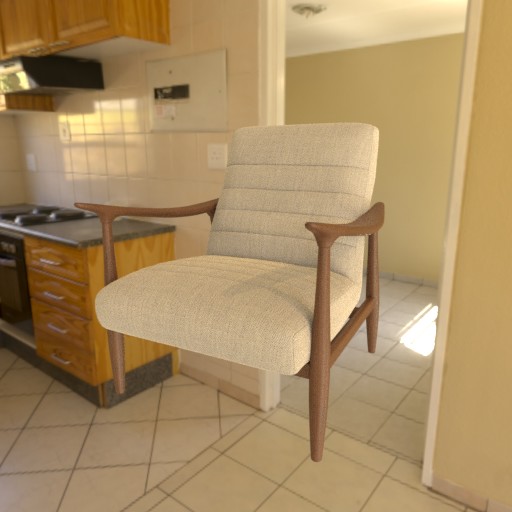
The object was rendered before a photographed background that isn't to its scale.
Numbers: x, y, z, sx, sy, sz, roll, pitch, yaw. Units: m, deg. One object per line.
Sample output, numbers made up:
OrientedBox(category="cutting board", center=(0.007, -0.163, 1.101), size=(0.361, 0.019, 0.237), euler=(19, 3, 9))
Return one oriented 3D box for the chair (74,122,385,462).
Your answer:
OrientedBox(category="chair", center=(0.000, 0.000, 1.405), size=(0.741, 0.832, 0.798), euler=(7, 16, 27))
